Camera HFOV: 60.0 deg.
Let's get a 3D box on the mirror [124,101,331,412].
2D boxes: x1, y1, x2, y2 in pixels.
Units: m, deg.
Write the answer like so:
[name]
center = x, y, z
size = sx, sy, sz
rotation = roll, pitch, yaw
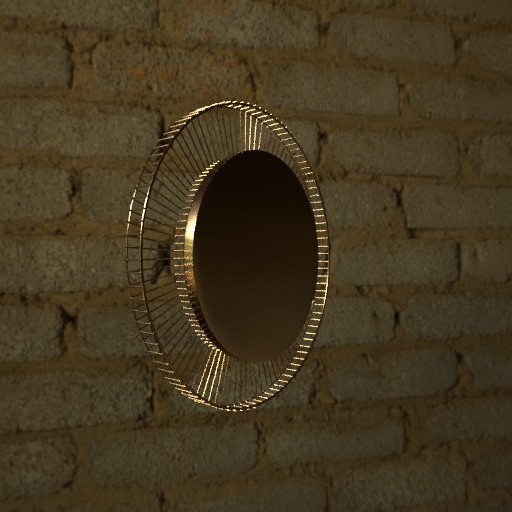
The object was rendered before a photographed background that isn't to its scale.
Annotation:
[mirror]
center = 0.000, 0.000, 1.051
size = 0.067, 0.703, 0.703
rotation = -1, -1, 37
